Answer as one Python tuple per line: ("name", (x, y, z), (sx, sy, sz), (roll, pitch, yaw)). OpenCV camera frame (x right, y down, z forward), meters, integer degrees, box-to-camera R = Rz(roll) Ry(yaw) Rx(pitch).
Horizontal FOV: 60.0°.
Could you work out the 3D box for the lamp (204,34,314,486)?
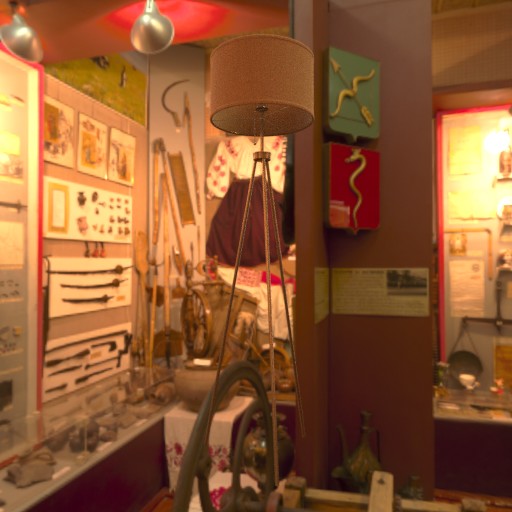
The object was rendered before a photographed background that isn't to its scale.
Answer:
("lamp", (0.000, 0.000, 1.748), (0.460, 1.545, 0.449), (0, -1, 18))
